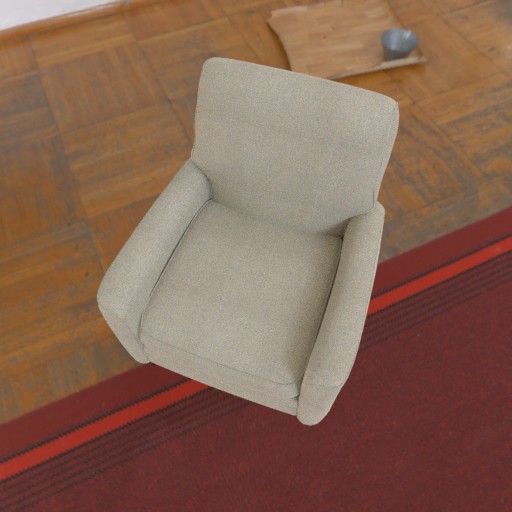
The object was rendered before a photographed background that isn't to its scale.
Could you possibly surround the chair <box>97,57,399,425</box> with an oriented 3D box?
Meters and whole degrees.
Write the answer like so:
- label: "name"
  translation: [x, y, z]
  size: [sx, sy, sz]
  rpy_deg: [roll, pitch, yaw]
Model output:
- label: "chair"
  translation: [0.000, 0.000, 1.600]
  size: [0.850, 1.006, 0.853]
  rpy_deg: [17, 60, 10]
